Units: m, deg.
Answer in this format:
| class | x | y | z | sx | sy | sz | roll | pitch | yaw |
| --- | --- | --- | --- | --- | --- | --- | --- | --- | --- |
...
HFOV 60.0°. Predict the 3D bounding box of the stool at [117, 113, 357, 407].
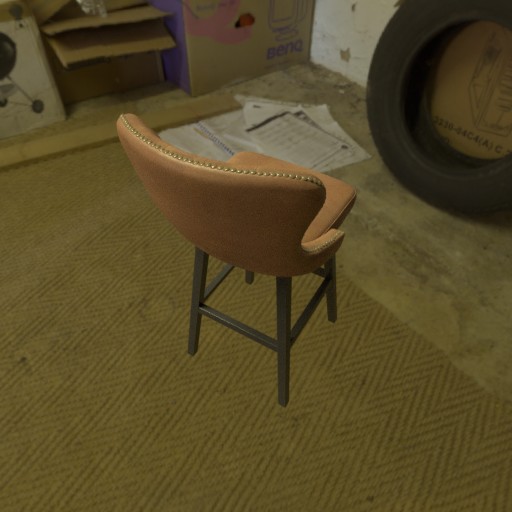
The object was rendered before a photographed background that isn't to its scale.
| class | x | y | z | sx | sy | sz | roll | pitch | yaw |
| --- | --- | --- | --- | --- | --- | --- | --- | --- | --- |
| stool | 0.000 | 0.000 | 1.400 | 0.528 | 1.050 | 0.601 | 23 | 50 | 21 |
